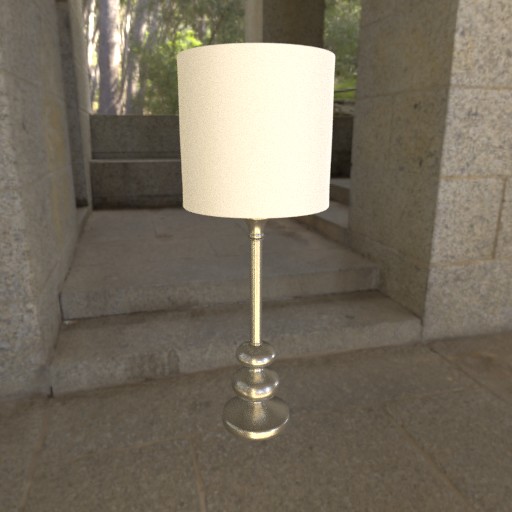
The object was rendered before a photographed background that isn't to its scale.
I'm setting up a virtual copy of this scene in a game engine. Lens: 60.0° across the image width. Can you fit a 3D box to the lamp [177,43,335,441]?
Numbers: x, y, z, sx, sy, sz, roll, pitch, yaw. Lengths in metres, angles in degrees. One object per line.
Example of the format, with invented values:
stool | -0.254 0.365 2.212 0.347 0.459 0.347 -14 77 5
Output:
lamp | 0.000 0.000 0.807 0.254 0.690 0.254 -15 21 -43
